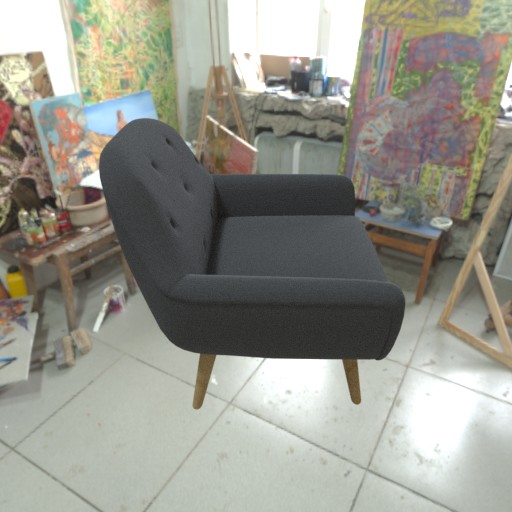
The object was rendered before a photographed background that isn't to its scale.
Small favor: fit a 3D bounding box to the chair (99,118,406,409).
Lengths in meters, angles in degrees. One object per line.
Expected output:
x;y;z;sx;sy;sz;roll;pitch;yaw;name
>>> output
0.000;0.000;1.416;0.779;0.800;0.770;0;31;1;chair
